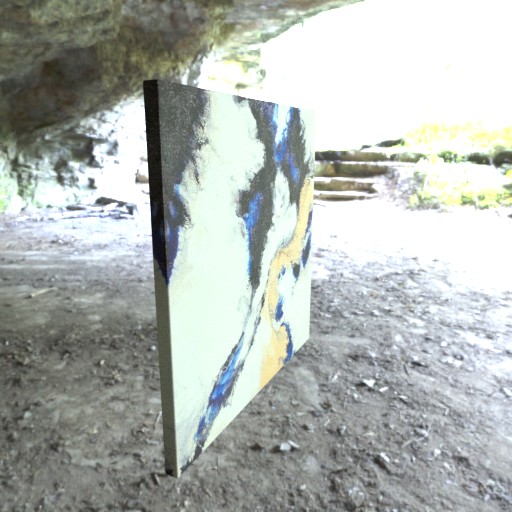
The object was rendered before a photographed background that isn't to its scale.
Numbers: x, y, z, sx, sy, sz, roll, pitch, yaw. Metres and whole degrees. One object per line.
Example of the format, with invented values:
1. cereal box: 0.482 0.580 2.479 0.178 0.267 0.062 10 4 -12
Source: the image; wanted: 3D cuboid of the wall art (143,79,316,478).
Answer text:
1. wall art: 0.000 0.000 1.329 0.038 0.885 0.887 7 16 26
